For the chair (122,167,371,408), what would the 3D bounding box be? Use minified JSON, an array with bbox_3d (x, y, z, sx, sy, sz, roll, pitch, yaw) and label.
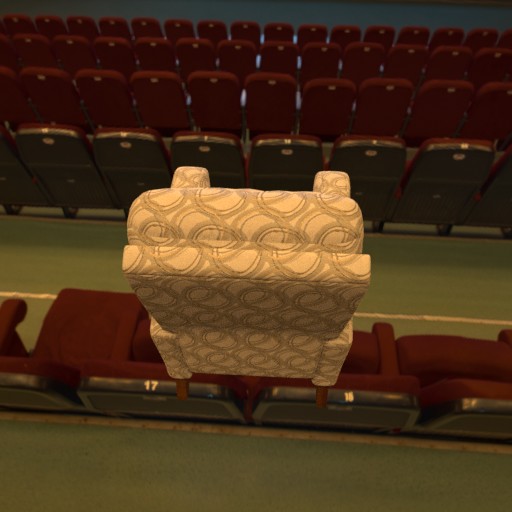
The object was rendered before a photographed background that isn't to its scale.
[{"bbox_3d":[0.000,0.000,1.764,0.796,1.065,0.995,2,45,2],"label":"chair"}]
